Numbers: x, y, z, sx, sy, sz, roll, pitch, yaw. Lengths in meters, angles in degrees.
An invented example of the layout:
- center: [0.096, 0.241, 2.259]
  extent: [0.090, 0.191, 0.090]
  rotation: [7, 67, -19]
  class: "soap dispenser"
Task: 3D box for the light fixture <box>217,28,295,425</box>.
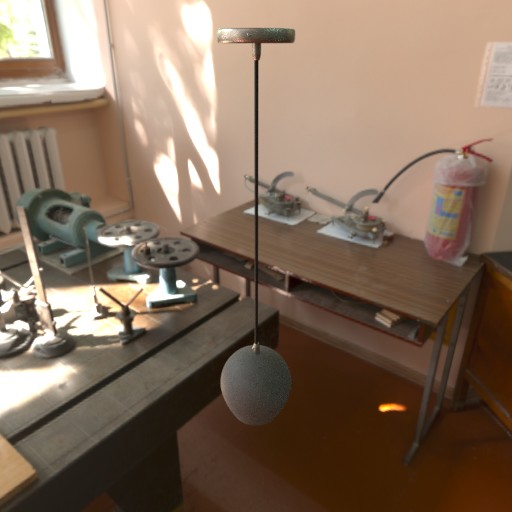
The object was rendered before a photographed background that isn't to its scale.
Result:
- center: [0.000, 0.000, 0.834]
  extent: [0.153, 0.760, 0.153]
  rotation: [-8, 26, -16]
  class: "light fixture"
